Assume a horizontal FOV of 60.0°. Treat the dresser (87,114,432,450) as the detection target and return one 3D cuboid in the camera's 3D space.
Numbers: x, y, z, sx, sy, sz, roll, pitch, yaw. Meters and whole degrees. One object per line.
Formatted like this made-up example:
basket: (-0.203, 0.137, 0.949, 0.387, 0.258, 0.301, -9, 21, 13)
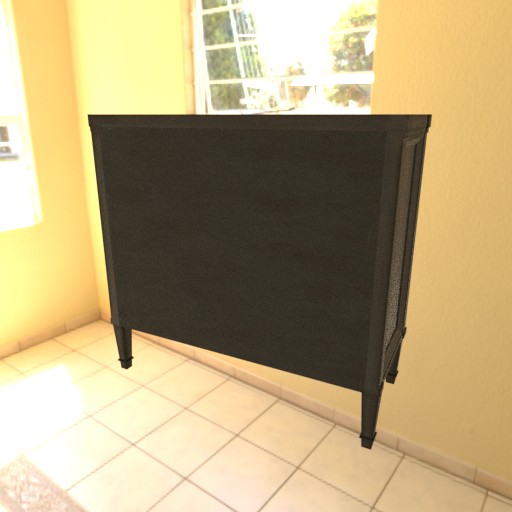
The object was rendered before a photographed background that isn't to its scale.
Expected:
dresser: (0.000, 0.000, 1.620, 1.049, 0.986, 0.463, 9, 20, 26)
